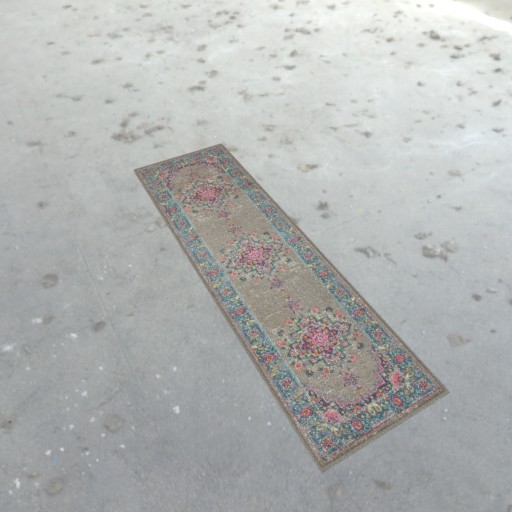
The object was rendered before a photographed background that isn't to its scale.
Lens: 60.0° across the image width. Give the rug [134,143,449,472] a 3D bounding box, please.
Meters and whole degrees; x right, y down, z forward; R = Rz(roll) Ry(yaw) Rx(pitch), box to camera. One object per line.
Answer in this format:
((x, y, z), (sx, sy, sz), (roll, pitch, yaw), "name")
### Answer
((0.000, 0.000, 2.020), (0.553, 0.012, 1.827), (-22, 50, -20), "rug")
